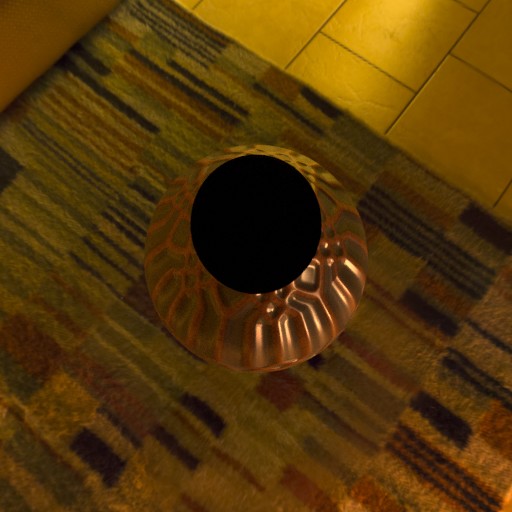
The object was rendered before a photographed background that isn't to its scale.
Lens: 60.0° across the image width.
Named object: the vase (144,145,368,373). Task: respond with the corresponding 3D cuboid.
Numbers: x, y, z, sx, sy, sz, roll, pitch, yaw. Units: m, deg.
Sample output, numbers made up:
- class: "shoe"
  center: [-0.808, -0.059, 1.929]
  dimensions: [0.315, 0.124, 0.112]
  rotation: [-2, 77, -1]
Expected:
- class: "vase"
  center: [0.000, 0.000, 0.135]
  dimensions: [0.069, 0.088, 0.069]
  rotation: [0, 75, 0]
